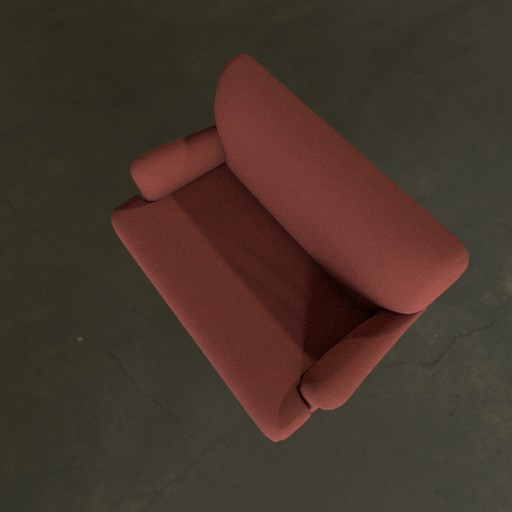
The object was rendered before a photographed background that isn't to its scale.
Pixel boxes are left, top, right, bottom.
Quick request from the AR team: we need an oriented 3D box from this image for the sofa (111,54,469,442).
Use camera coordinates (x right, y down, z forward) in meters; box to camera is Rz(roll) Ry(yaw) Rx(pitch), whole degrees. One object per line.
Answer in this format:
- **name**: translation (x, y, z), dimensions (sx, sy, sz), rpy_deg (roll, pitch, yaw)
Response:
- **sofa**: translation (0.000, 0.000, 1.821), dimensions (0.779, 0.889, 1.297), rpy_deg (-35, 68, -16)
